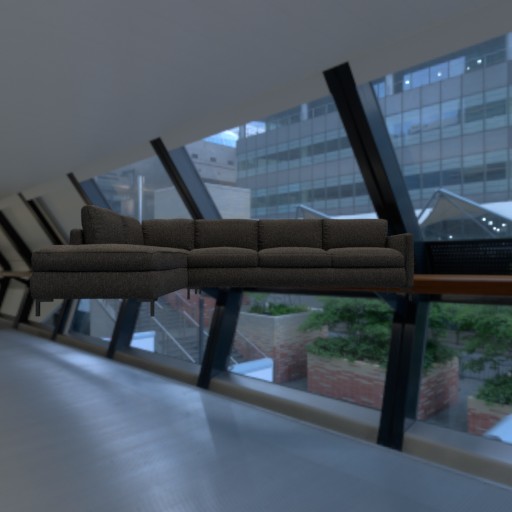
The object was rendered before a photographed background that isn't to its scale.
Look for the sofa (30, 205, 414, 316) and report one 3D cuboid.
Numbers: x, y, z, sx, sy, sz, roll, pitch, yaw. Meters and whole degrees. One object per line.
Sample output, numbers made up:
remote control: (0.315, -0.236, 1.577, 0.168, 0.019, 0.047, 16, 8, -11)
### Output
sofa: (0.000, 0.000, 3.858, 2.949, 0.815, 2.007, 0, -1, 0)
